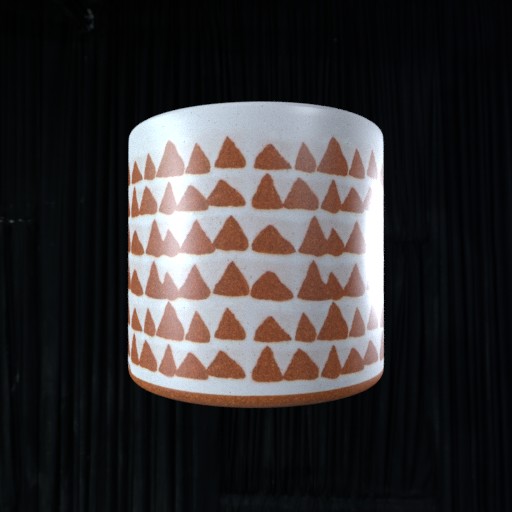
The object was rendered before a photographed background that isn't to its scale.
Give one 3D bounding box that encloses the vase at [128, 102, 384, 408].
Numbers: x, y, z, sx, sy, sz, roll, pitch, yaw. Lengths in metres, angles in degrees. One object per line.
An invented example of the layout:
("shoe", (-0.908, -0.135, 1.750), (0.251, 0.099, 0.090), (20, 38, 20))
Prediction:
("vase", (0.000, 0.000, 0.247), (0.137, 0.127, 0.137), (0, 0, 0))
